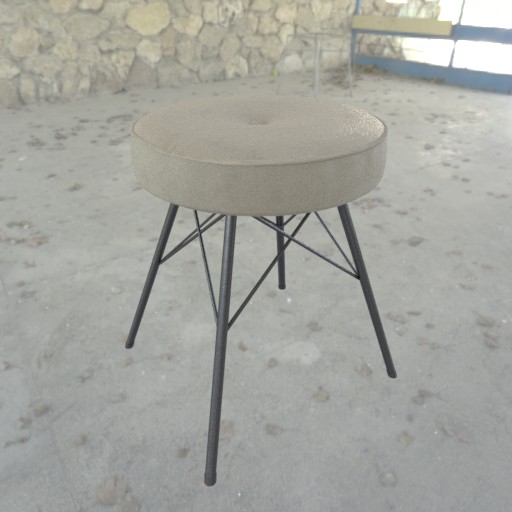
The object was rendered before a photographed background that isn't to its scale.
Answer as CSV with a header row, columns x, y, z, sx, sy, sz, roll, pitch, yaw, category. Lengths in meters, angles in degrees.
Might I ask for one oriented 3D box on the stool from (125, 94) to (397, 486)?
x,y,z,sx,sy,sz,roll,pitch,yaw,category
0.000,0.000,0.848,0.457,0.538,0.423,-18,35,-28,stool
